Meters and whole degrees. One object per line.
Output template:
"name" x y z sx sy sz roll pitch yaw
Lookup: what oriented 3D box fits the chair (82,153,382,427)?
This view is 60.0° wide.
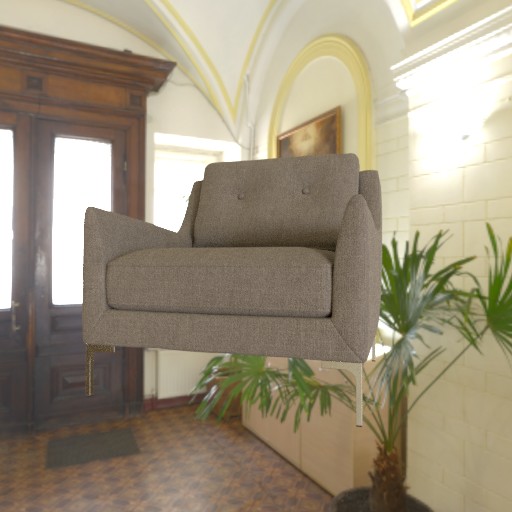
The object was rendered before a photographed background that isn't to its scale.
"chair" 0.000 0.000 1.571 0.847 0.828 0.849 0 0 18
